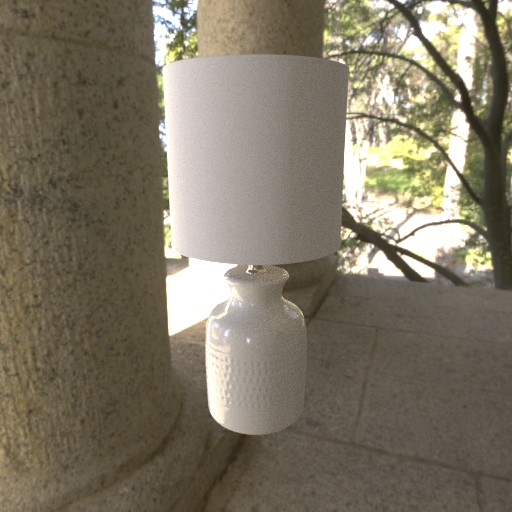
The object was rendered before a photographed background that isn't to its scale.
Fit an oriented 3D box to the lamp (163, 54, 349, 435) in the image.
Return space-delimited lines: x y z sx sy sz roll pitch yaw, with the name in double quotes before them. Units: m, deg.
"lamp" 0.000 0.000 0.504 0.188 0.392 0.188 -3 15 -10
